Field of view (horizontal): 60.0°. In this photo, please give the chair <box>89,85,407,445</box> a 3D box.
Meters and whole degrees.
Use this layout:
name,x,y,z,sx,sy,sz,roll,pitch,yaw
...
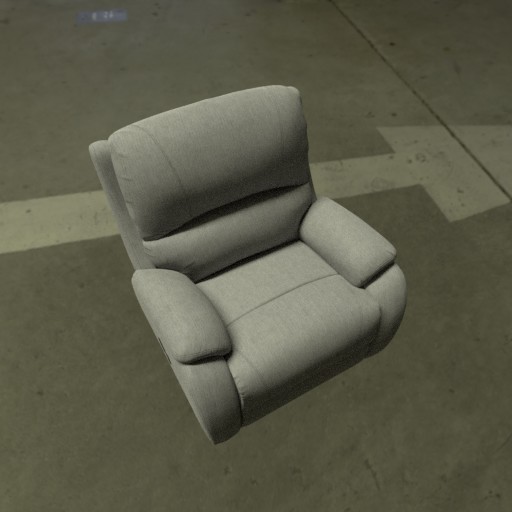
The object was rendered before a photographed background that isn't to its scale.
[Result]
name,x,y,z,sx,sy,sz,roll,pitch,yaw
chair,0.000,0.000,1.744,0.930,1.011,0.899,-23,52,-20
